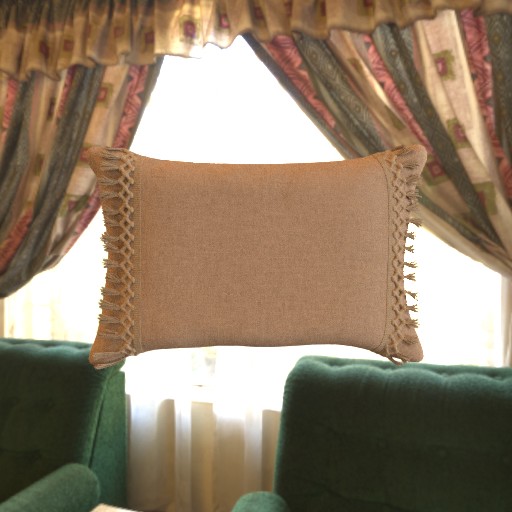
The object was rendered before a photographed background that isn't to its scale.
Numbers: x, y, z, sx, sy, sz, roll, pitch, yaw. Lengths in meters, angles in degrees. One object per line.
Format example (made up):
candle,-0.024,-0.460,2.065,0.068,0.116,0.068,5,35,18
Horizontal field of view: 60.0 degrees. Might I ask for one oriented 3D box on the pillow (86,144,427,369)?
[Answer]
pillow,0.000,0.000,0.607,0.466,0.305,0.084,0,1,1
